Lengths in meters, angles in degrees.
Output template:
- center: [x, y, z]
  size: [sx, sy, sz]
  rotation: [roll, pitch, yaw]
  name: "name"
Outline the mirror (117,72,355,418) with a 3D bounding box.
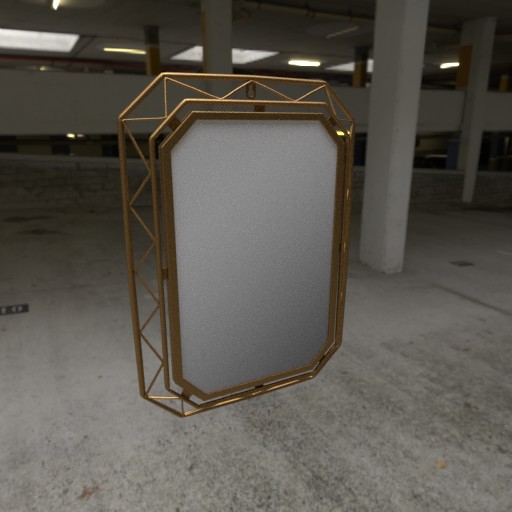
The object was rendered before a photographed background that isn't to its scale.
- center: [0.000, 0.000, 0.741]
  size: [0.417, 0.566, 0.042]
  rotation: [-8, 18, -26]
  name: "mirror"
